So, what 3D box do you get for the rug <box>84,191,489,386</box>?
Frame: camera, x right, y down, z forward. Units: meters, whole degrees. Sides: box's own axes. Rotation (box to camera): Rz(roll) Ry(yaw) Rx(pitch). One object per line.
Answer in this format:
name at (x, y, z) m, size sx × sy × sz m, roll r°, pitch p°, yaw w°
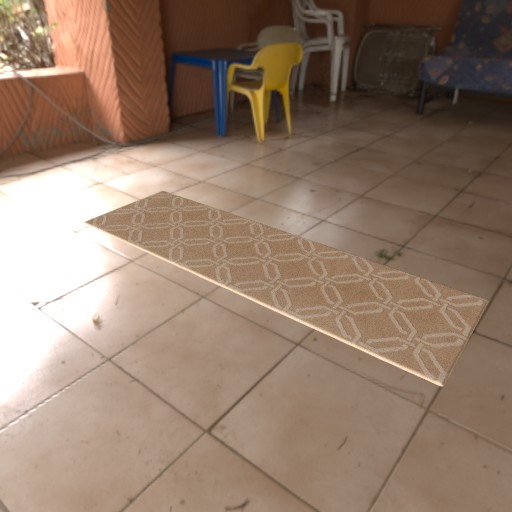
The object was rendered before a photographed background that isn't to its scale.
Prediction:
rug at (0.000, 0.000, 2.475) m, size 2.276 × 0.014 × 0.678 m, roll 21°, pitch 36°, yaw 32°
